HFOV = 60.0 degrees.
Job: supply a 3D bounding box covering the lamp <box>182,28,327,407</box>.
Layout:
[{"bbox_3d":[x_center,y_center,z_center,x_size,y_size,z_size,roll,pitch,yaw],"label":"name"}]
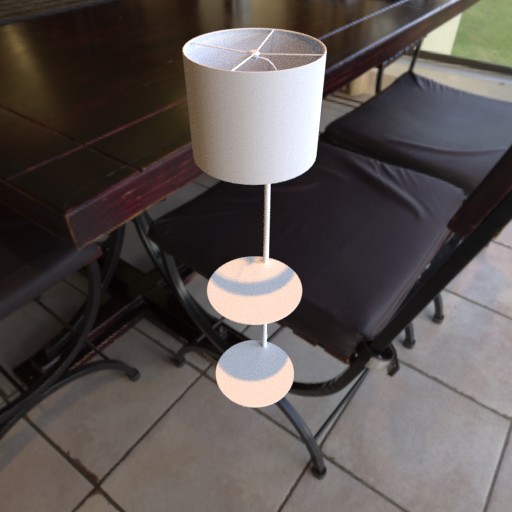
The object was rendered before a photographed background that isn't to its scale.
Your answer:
[{"bbox_3d":[0.000,0.000,1.644,0.372,1.465,0.405,12,43,13],"label":"lamp"}]
